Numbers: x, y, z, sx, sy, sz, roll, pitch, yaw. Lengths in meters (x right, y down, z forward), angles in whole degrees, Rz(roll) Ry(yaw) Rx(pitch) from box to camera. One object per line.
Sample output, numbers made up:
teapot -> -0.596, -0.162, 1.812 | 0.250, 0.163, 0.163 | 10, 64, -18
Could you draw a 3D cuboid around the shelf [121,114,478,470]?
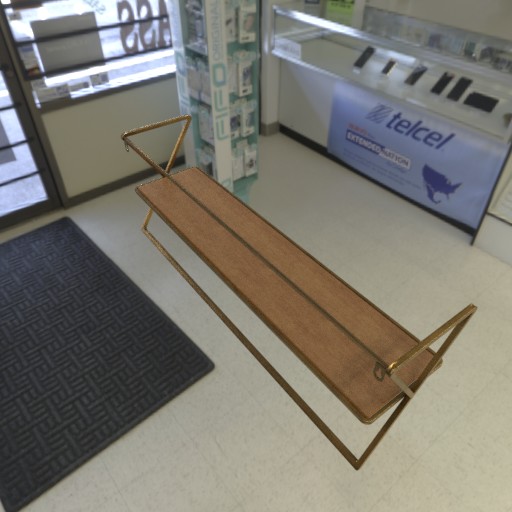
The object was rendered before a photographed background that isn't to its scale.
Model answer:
shelf -> 0.000, 0.000, 0.737 | 0.150, 0.229, 0.645 | -26, 48, -27
